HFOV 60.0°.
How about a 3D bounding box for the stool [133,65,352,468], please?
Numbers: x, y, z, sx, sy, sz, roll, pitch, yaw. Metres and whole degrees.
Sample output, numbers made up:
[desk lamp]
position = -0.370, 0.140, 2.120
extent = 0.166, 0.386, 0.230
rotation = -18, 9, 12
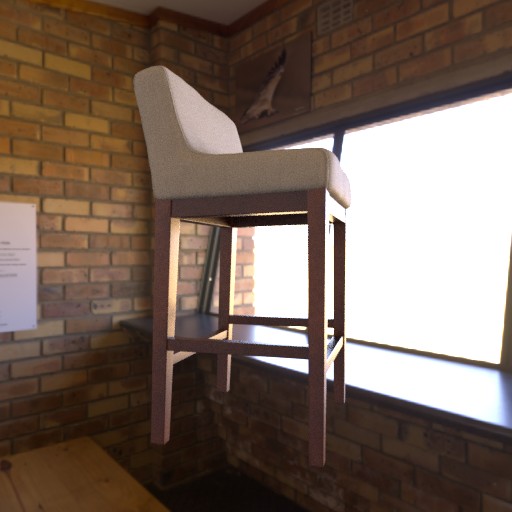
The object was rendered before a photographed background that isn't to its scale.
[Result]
[stool]
position = 0.000, 0.000, 1.253
extent = 0.500, 0.937, 0.511
rotation = 0, 0, 17
